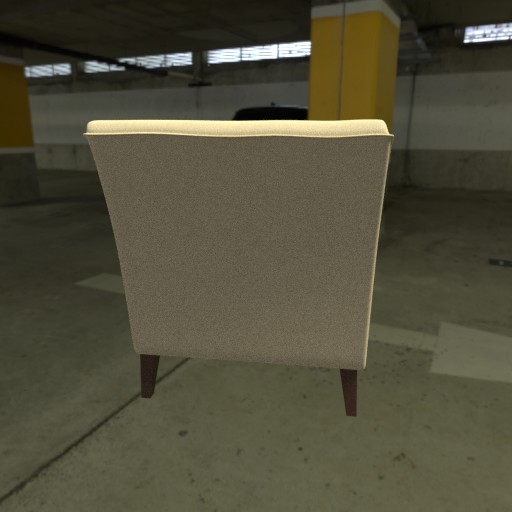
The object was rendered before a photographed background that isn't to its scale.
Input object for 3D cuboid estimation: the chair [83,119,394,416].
[{"bbox_3d":[0.000,0.000,1.601,0.780,0.919,0.899,2,16,8],"label":"chair"}]
